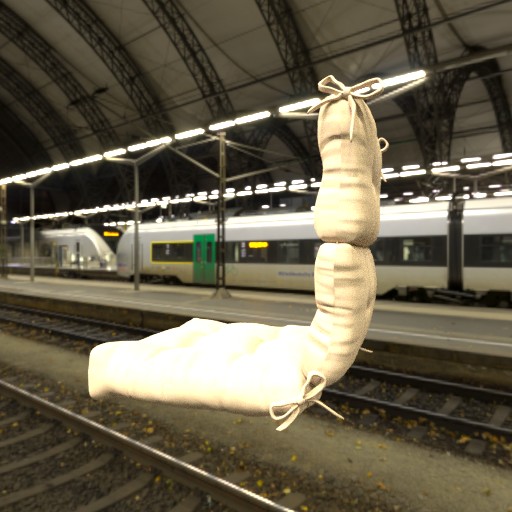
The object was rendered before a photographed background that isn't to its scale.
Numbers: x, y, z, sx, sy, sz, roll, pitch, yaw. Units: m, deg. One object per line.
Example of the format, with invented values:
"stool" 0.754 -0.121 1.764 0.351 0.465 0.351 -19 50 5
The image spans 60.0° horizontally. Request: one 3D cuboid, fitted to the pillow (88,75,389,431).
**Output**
"pillow" 0.000 0.000 1.001 0.571 0.605 0.519 0 0 18
